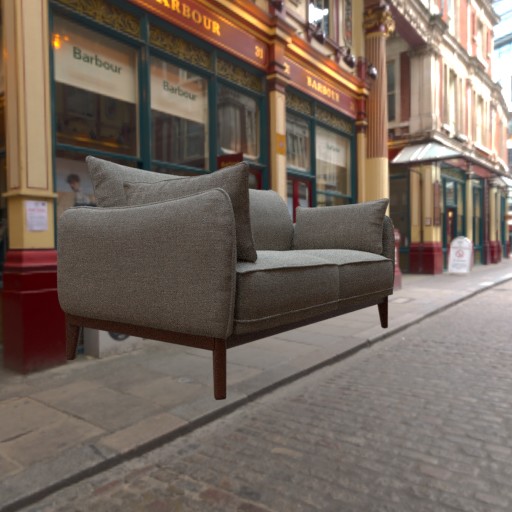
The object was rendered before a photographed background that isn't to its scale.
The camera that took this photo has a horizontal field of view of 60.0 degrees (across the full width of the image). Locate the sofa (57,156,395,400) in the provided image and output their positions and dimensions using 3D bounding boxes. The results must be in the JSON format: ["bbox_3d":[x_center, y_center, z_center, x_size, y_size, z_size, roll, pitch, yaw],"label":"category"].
[{"bbox_3d":[0.000,0.000,2.183,0.972,0.851,1.580,1,2,36],"label":"sofa"}]
